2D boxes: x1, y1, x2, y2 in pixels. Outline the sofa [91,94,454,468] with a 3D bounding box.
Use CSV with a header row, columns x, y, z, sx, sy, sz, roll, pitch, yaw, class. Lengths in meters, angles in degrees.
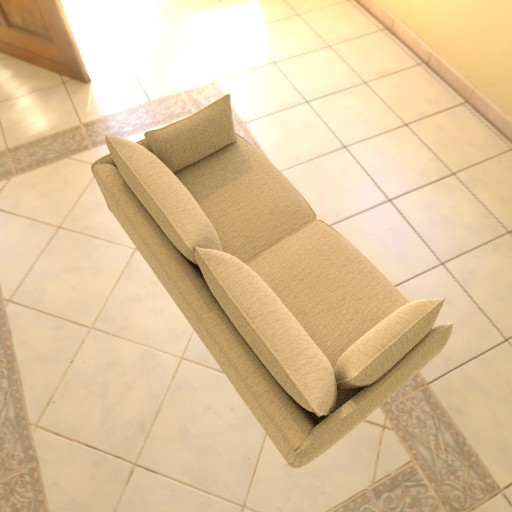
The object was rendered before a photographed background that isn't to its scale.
x,y,z,sx,sy,sz,roll,pitch,yaw,class
0.000,0.000,2.472,0.991,0.860,1.989,-32,64,-18,sofa
